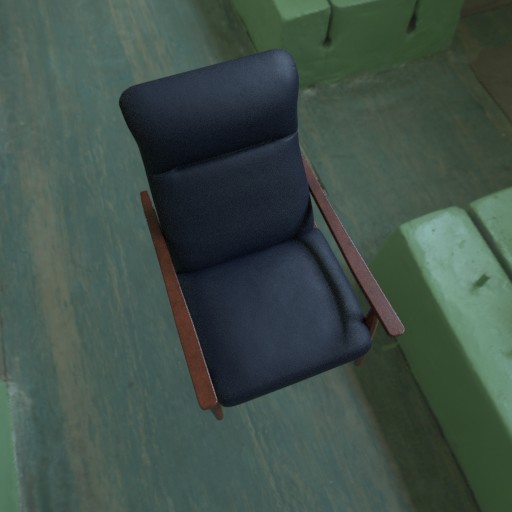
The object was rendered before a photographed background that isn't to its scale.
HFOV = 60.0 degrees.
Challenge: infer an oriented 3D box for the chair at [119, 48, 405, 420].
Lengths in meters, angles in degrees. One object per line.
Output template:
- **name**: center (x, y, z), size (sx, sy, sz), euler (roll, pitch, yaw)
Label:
- **chair**: center (0.000, 0.000, 1.794), size (0.762, 1.082, 1.014), euler (-19, 65, -9)
